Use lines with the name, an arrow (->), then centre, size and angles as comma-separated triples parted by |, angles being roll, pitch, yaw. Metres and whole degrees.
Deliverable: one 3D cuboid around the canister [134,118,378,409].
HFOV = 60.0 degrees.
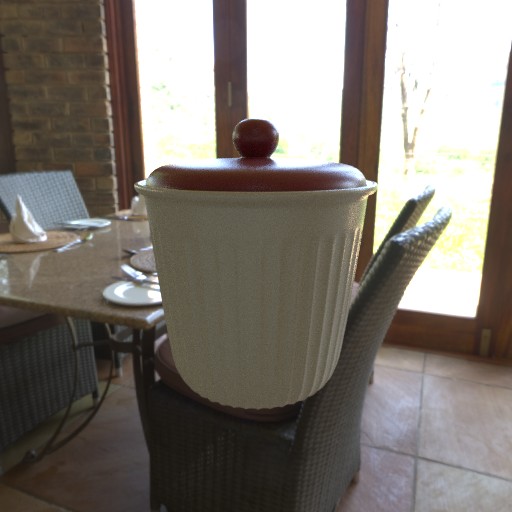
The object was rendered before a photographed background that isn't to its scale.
canister -> 0.000, 0.000, 0.354 | 0.181, 0.211, 0.181 | 0, 14, 0
